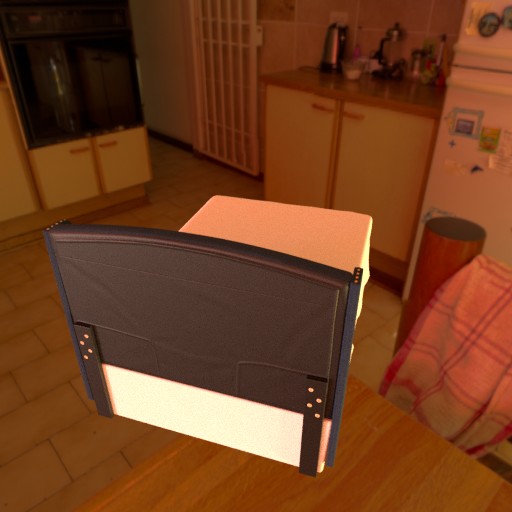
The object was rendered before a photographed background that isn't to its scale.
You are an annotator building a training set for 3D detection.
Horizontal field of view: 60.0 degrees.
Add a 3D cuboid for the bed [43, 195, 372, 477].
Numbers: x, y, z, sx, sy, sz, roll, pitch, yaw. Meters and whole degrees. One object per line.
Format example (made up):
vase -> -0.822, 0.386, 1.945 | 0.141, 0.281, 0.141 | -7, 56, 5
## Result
bed -> 0.000, 0.000, 3.231 | 1.604, 1.402, 2.223 | 9, 33, 15
